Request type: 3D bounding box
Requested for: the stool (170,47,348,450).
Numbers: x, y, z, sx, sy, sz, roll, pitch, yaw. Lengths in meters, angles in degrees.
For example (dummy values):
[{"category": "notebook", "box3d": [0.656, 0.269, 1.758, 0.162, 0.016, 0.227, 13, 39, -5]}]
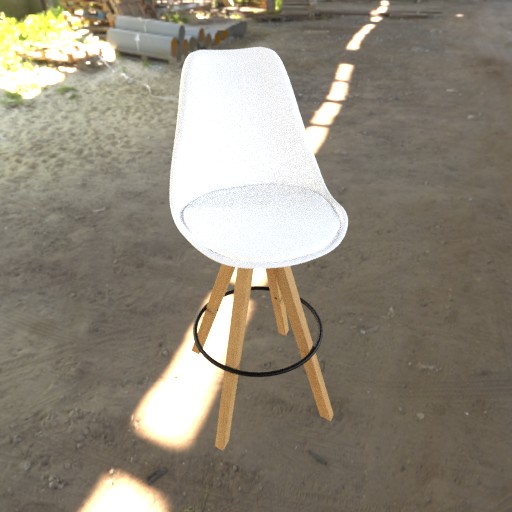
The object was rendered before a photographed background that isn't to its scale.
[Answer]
[{"category": "stool", "box3d": [0.000, 0.000, 1.384, 0.482, 1.115, 0.549, -10, 35, -14]}]
